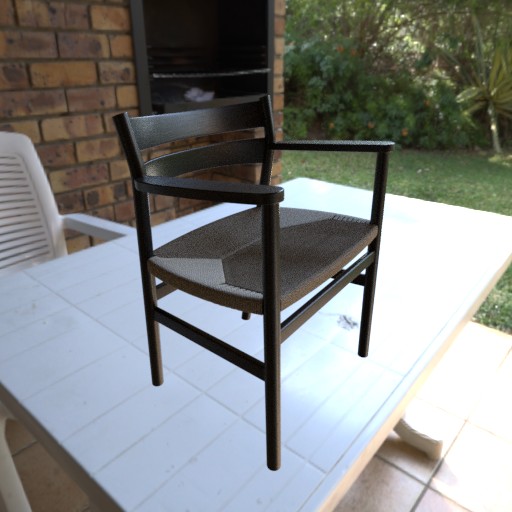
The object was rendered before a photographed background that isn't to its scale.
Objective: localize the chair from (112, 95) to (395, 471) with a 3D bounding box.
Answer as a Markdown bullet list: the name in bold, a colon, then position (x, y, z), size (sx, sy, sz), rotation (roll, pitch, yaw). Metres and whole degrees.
- **chair**: position (0.000, 0.000, 1.203), size (0.508, 0.775, 0.630), rotation (16, 29, 32)
